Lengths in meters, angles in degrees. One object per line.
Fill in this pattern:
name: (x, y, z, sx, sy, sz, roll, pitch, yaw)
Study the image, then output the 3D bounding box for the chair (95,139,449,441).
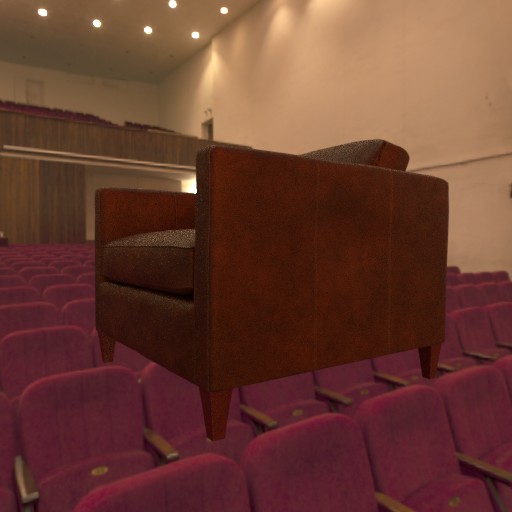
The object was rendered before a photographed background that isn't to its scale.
chair: (0.000, 0.000, 1.682, 0.975, 0.864, 0.990, -1, 1, -35)
